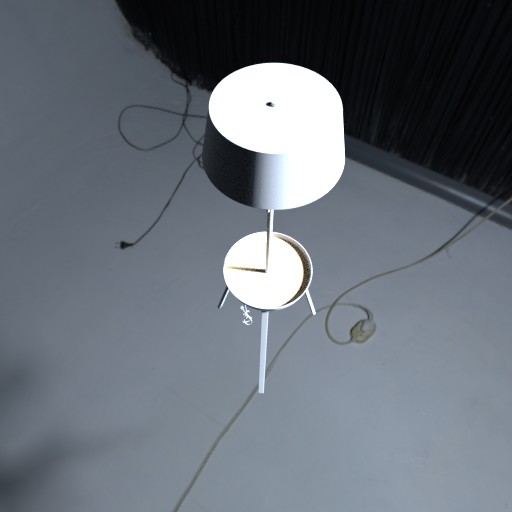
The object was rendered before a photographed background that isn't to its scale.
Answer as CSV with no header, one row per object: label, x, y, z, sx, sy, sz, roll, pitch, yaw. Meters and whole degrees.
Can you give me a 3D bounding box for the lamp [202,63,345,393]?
lamp,0.000,0.000,1.619,0.468,1.429,0.508,30,63,17
